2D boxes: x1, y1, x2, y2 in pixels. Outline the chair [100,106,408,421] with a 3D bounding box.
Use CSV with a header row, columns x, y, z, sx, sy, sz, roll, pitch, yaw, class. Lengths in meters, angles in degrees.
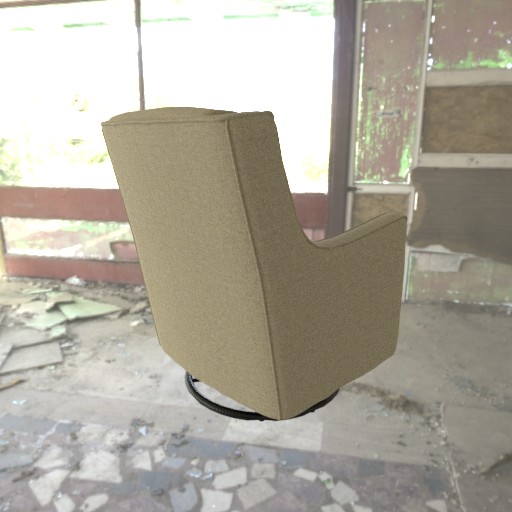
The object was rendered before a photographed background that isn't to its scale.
x,y,z,sx,sy,sz,roll,pitch,yaw,class
0.000,0.000,1.602,0.879,0.993,0.732,-14,20,-41,chair
